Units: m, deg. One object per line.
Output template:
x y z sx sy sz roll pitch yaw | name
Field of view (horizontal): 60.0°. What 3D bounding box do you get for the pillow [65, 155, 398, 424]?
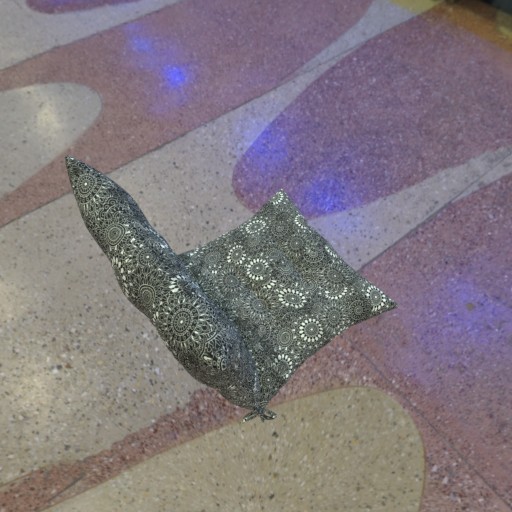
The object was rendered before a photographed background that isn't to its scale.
0.000 0.000 1.009 0.585 0.536 0.541 -33 64 -18 | pillow
